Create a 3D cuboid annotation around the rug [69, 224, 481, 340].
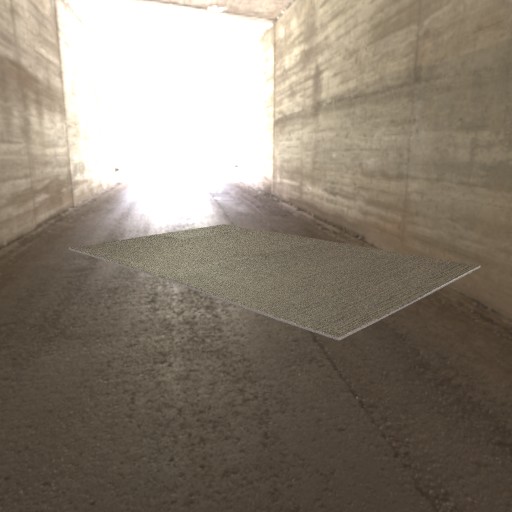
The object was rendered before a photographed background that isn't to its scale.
[{"bbox_3d":[0.000,0.000,2.234,1.773,0.021,1.149,12,18,43],"label":"rug"}]
